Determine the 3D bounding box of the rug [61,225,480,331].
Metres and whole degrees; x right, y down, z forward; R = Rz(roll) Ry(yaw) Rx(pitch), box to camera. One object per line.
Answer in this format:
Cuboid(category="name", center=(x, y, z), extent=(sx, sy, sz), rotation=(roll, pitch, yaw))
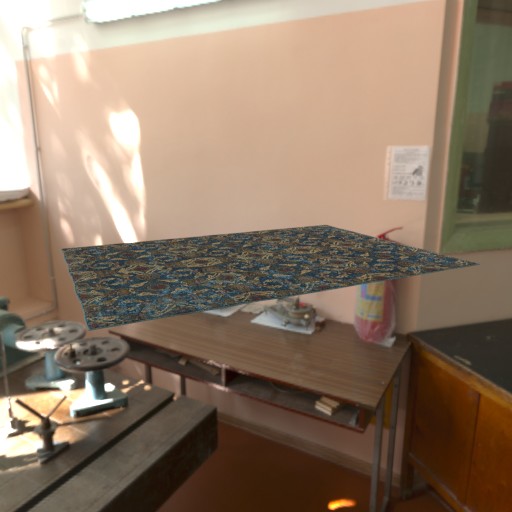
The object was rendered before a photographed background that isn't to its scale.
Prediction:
Cuboid(category="rug", center=(0.000, 0.000, 4.235), extent=(3.291, 0.013, 2.337), rotation=(-7, 15, -26))
